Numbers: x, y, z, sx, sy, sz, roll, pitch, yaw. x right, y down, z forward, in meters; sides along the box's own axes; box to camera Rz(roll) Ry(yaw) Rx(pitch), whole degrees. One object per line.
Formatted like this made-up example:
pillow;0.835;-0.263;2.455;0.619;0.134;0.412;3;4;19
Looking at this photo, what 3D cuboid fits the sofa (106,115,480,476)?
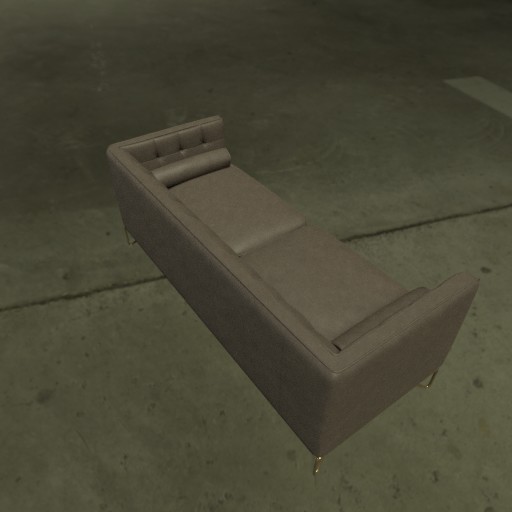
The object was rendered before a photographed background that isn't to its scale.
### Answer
sofa;0.000;0.000;2.536;0.867;0.789;2.087;-25;46;-26
